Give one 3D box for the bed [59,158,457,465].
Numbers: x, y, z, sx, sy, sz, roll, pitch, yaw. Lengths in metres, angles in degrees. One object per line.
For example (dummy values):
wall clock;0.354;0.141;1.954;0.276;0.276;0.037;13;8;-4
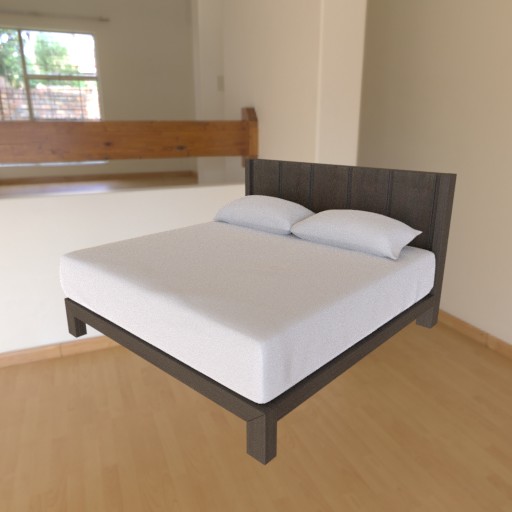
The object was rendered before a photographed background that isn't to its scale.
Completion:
bed;0.000;0.000;3.495;2.143;1.261;2.238;15;23;40
